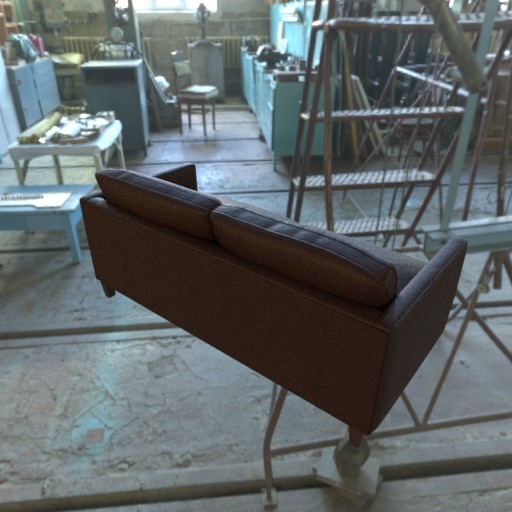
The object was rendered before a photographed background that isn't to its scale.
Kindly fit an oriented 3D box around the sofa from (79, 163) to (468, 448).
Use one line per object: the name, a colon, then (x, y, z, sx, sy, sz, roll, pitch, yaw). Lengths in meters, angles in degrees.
sofa: (0.000, 0.000, 2.491, 1.971, 0.863, 0.923, 22, 36, 33)
